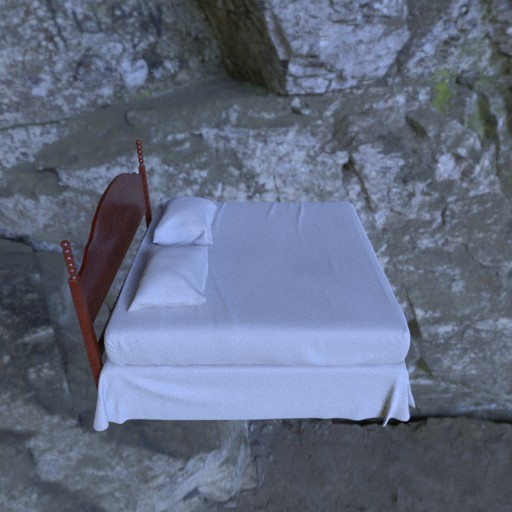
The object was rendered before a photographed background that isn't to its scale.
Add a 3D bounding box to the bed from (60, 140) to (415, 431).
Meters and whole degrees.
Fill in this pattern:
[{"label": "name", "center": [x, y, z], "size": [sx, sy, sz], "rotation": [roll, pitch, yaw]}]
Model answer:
[{"label": "bed", "center": [0.000, 0.000, 3.615], "size": [2.219, 1.355, 2.322], "rotation": [0, 32, 0]}]
